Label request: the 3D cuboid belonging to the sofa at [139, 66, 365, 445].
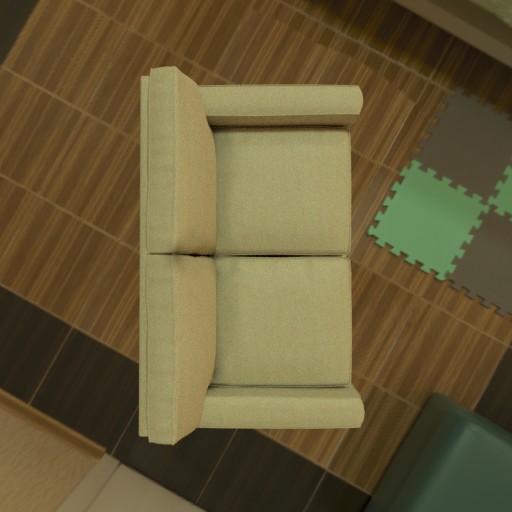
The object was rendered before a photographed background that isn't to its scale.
[{"bbox_3d":[0.000,0.000,2.035,0.942,0.853,1.484,0,89,1],"label":"sofa"}]
